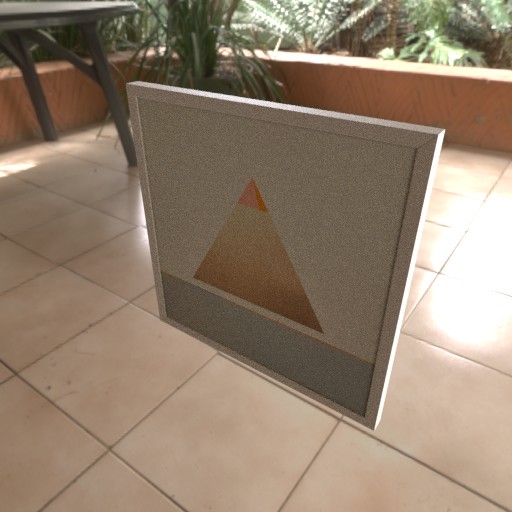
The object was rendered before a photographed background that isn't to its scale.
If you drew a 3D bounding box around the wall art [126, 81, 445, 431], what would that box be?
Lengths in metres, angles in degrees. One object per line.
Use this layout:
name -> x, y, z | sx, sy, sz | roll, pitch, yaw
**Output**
wall art -> 0.000, 0.000, 1.138 | 0.768, 0.765, 0.041 | 20, 37, 29
